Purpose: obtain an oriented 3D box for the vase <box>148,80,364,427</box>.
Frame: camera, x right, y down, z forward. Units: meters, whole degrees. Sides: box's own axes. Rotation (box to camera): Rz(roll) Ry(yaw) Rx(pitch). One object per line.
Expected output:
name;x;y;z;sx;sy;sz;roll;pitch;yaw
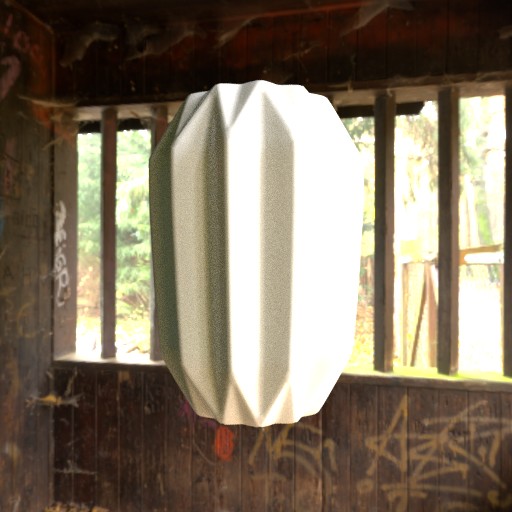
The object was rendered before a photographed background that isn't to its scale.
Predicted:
vase;0.000;0.000;0.411;0.195;0.275;0.195;0;0;0
